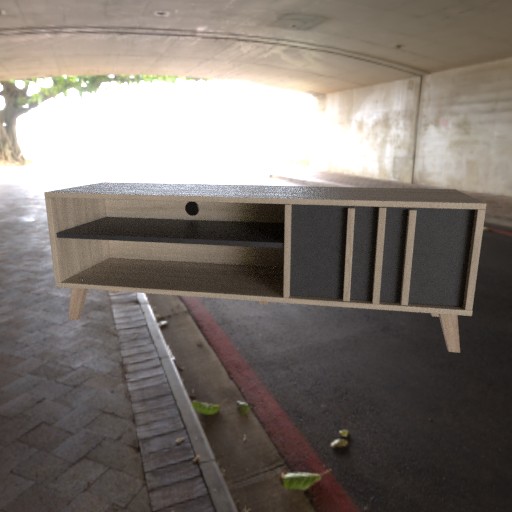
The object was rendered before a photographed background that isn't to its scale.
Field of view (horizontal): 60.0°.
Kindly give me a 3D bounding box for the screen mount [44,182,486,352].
[{"bbox_3d":[0.000,0.000,1.734,1.500,0.509,0.401,3,15,11],"label":"screen mount"}]
